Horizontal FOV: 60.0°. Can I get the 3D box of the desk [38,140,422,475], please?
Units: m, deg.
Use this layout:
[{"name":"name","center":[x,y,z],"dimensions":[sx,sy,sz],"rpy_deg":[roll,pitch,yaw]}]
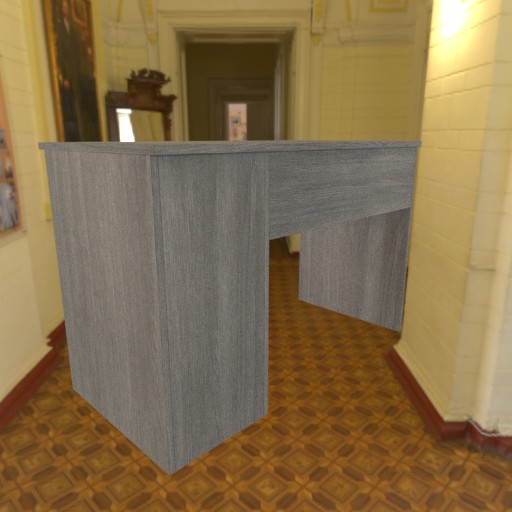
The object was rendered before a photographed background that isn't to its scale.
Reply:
[{"name":"desk","center":[0.000,0.000,1.470],"dimensions":[0.560,0.735,1.097],"rpy_deg":[14,21,43]}]
